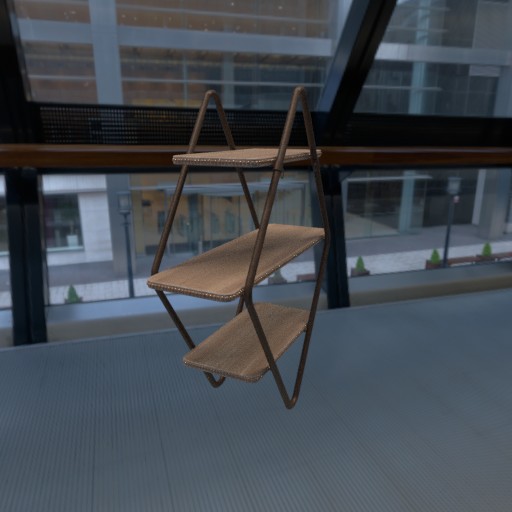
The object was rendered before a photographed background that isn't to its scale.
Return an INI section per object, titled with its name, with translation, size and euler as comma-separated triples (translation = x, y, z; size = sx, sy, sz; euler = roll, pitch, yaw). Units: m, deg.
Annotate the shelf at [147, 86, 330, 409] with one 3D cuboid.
[shelf]
translation = 0.000, 0.000, 1.090
size = 0.234, 0.774, 0.609
euler = 8, 18, 25
